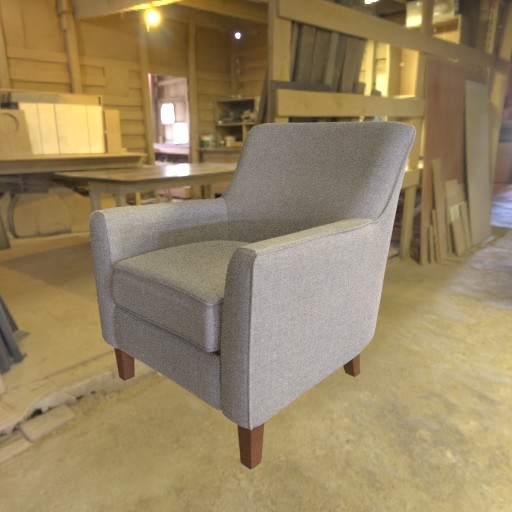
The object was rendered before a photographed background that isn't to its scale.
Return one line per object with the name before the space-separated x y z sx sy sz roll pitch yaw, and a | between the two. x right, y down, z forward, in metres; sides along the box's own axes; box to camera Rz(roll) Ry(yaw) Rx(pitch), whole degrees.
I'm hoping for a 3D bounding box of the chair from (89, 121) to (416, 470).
chair | 0.000 0.000 1.789 0.887 1.047 0.993 14 21 42
